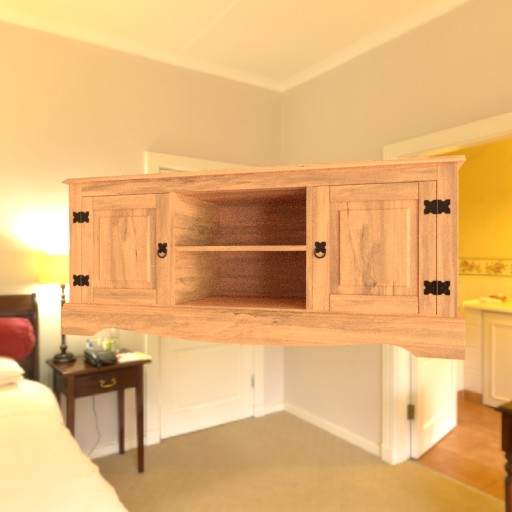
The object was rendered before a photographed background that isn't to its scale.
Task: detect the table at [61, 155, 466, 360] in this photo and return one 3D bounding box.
[{"bbox_3d":[0.000,0.000,1.456,1.200,0.510,0.400,0,0,17],"label":"table"}]
